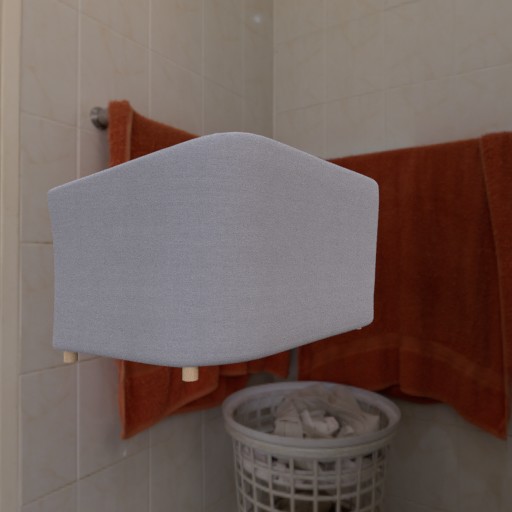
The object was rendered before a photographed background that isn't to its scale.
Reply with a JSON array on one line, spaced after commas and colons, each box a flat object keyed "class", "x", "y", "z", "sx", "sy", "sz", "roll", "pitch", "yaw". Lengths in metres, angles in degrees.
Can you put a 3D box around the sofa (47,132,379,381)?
[{"class": "sofa", "x": 0.000, "y": 0.000, "z": 1.869, "sx": 0.705, "sy": 0.721, "sz": 1.452, "roll": 0, "pitch": -1, "yaw": 36}]
